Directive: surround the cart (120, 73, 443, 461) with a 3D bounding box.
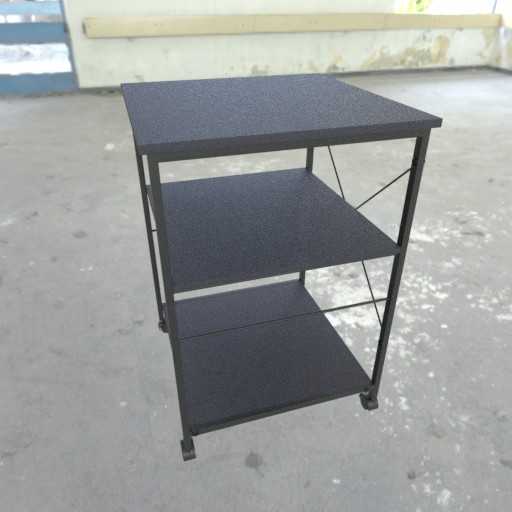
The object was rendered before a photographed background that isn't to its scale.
[{"bbox_3d":[0.000,0.000,1.113,0.520,0.762,0.521,-9,32,-15],"label":"cart"}]
